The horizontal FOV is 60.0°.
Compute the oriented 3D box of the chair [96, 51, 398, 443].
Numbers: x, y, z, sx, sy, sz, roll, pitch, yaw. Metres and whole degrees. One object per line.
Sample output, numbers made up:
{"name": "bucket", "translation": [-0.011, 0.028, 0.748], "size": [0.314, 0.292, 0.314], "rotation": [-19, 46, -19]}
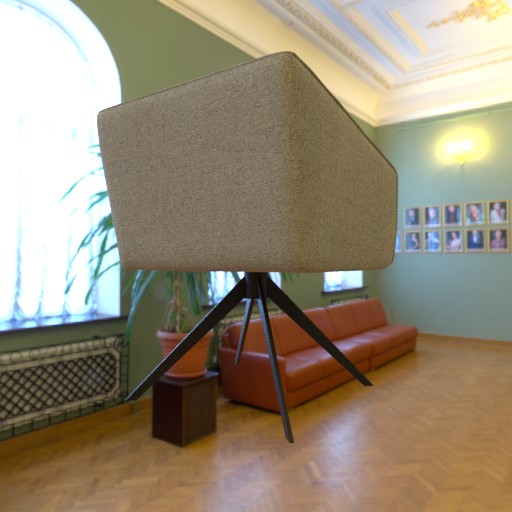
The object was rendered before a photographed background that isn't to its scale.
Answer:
{"name": "chair", "translation": [0.000, 0.000, 1.239], "size": [0.628, 0.760, 0.623], "rotation": [0, -1, 36]}
